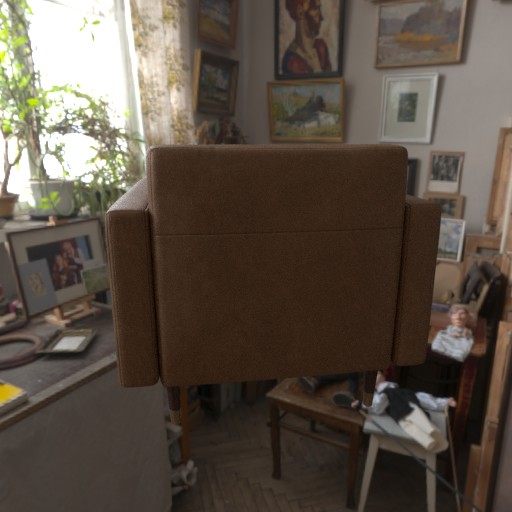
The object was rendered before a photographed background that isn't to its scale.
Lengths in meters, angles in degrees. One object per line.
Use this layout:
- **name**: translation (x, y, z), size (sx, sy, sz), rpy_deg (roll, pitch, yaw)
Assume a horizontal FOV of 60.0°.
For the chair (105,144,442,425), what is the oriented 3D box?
- **chair**: translation (0.000, 0.000, 1.659), size (0.953, 0.819, 0.998), rpy_deg (-2, 15, -8)
